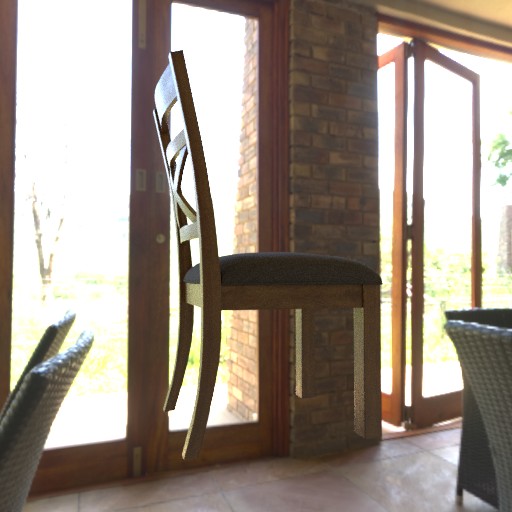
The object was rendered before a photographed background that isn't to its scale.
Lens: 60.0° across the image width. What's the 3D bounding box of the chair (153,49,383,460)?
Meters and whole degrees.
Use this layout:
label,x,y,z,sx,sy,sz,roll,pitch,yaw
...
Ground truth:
label,x,y,z,sx,sy,sz,roll,pitch,yaw
chair,0.000,0.000,1.292,0.581,0.949,0.470,1,-2,-18
